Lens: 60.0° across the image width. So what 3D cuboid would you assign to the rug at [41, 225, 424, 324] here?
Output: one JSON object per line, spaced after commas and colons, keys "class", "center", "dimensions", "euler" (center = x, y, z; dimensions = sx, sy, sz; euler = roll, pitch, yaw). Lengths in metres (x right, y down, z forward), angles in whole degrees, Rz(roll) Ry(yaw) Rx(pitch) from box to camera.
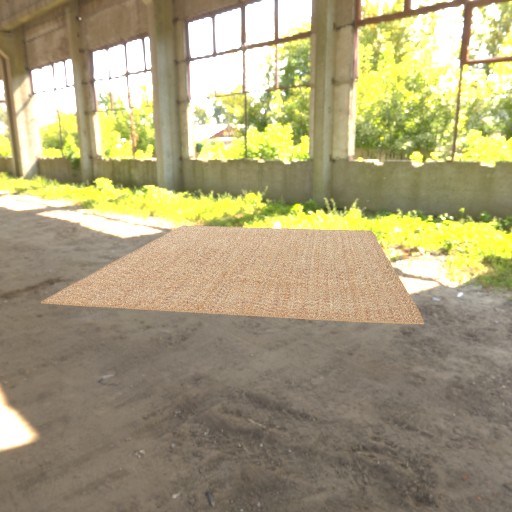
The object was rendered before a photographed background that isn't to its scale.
{"class": "rug", "center": [0.000, 0.000, 4.162], "dimensions": [2.439, 0.013, 3.048], "euler": [2, 14, 8]}
